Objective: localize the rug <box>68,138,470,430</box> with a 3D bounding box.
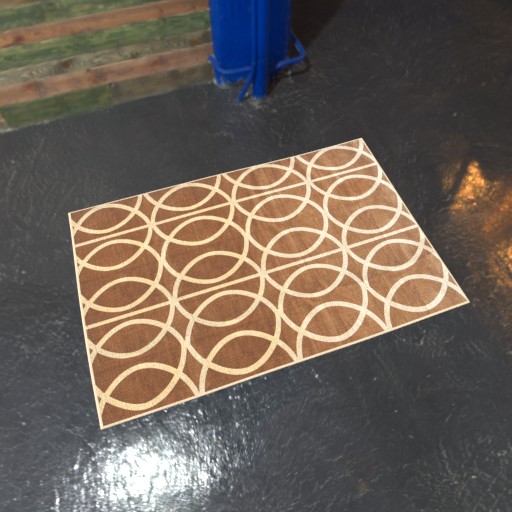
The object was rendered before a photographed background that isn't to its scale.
[{"bbox_3d":[0.000,0.000,2.931,2.294,0.014,1.528,-16,60,-10],"label":"rug"}]
